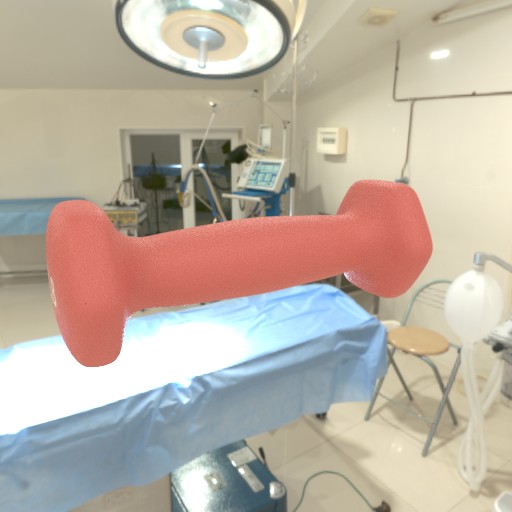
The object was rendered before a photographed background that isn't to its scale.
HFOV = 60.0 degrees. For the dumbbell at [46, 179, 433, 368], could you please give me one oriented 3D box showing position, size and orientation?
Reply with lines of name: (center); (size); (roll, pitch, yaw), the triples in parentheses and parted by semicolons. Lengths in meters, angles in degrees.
dumbbell: (0.000, 0.000, 0.145); (0.123, 0.043, 0.047); (-8, 18, -27)
